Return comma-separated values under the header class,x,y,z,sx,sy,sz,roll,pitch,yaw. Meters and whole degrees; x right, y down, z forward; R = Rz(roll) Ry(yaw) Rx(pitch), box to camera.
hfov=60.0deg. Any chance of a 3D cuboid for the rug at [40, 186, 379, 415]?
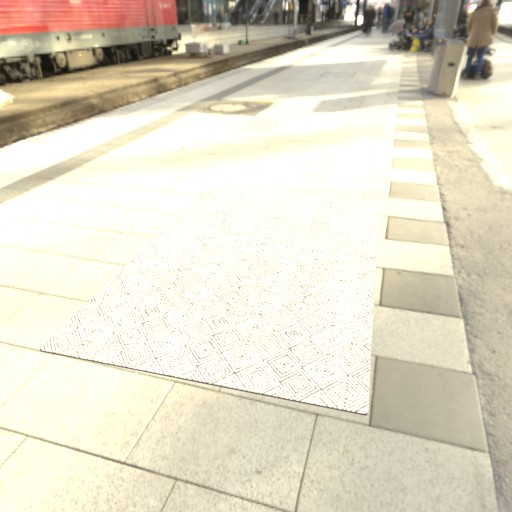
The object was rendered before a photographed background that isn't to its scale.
class,x,y,z,sx,sy,sz,roll,pitch,yaw
rug,0.000,0.000,2.247,1.175,0.008,1.783,7,30,13
